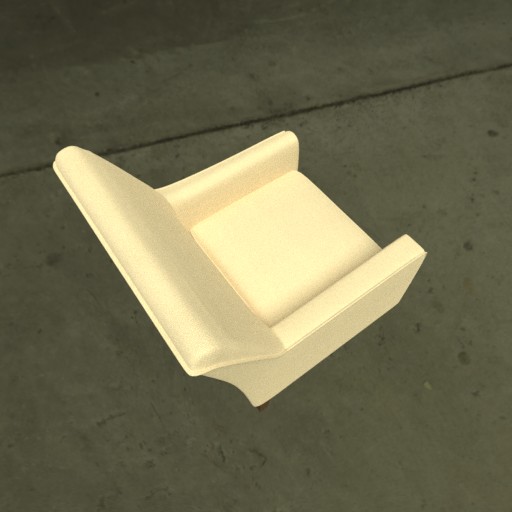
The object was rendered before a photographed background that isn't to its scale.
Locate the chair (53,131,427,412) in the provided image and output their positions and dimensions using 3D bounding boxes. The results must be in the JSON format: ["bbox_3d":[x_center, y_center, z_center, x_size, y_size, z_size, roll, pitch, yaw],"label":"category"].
[{"bbox_3d":[0.000,0.000,1.598,0.899,0.919,0.780,-32,63,-18],"label":"chair"}]
